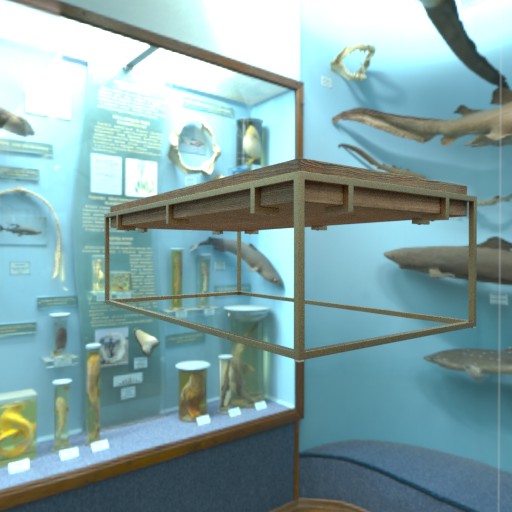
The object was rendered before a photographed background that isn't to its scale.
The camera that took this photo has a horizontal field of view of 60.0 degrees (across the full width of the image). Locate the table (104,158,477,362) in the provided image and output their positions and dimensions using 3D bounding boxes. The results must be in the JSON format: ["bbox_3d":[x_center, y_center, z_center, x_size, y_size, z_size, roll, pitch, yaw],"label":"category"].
[{"bbox_3d":[0.000,0.000,1.781,0.775,0.468,1.387,0,1,-36],"label":"table"}]
